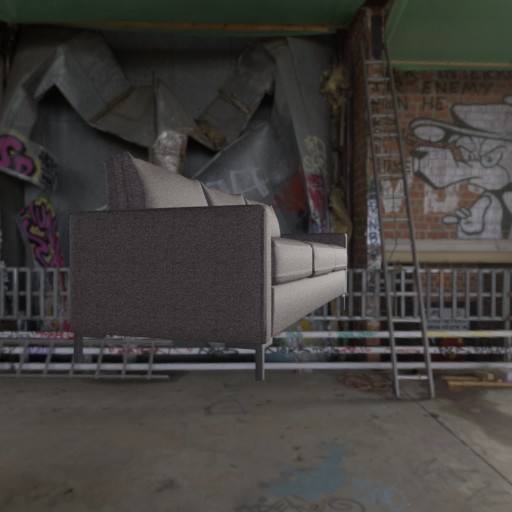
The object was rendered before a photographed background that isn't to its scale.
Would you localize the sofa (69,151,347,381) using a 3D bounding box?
[{"bbox_3d":[0.000,0.000,2.727,0.876,0.882,2.253,0,0,19],"label":"sofa"}]
